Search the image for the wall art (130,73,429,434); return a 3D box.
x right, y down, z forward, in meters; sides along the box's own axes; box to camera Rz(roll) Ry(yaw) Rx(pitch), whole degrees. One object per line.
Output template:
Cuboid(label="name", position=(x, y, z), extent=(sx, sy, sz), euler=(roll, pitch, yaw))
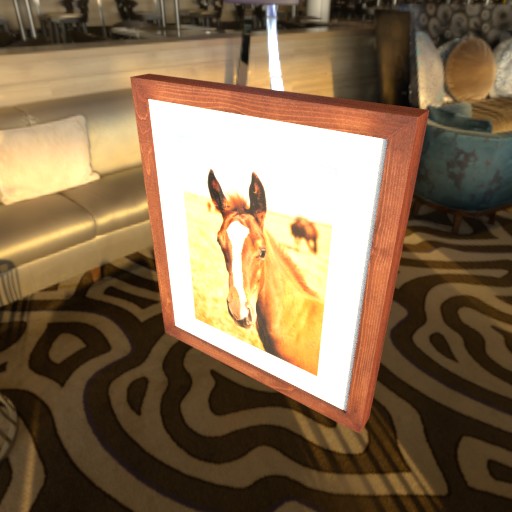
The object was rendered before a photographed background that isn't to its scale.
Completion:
Cuboid(label="wall art", position=(0.000, 0.000, 0.536), extent=(0.330, 0.381, 0.030), euler=(20, 36, 29))
